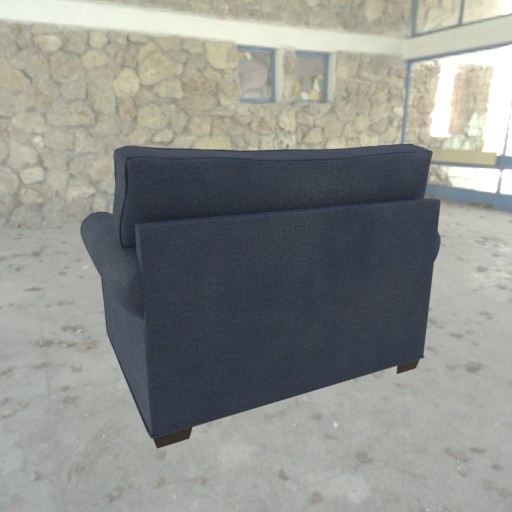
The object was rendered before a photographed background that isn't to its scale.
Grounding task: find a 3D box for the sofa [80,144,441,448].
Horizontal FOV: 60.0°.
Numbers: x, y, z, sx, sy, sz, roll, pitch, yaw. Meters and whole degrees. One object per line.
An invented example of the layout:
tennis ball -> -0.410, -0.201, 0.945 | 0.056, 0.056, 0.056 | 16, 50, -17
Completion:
sofa -> 0.000, 0.000, 2.021 | 1.405, 1.004, 0.938 | -8, 17, -26
